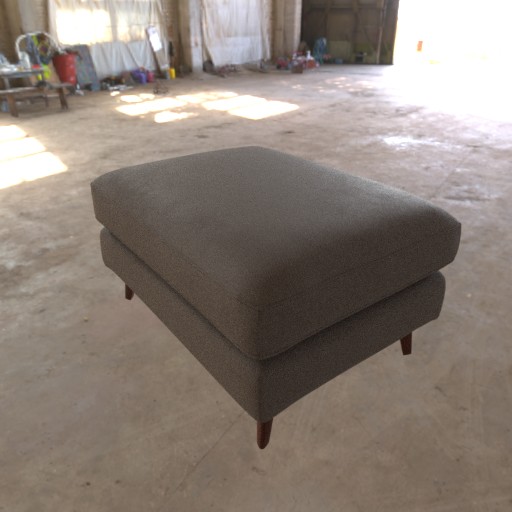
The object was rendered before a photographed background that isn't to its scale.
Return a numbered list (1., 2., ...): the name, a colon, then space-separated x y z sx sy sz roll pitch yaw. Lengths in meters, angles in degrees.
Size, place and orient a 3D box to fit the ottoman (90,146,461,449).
1. ottoman: 0.000 0.000 1.180 0.608 0.449 0.811 -19 33 -32
